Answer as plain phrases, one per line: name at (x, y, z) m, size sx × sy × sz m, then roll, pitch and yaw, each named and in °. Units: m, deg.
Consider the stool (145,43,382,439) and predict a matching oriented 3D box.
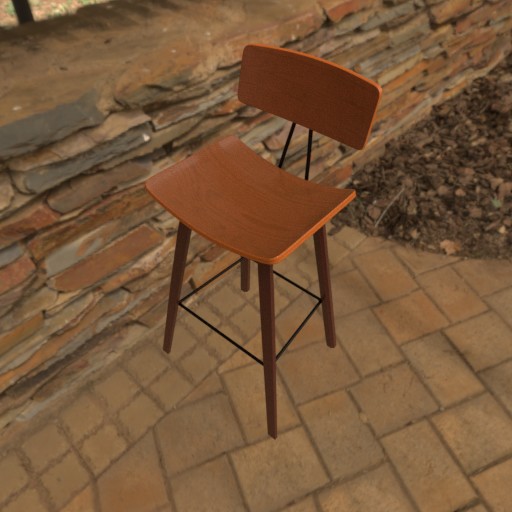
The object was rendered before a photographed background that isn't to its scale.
stool at (0.000, 0.000, 1.251) m, size 0.509 × 0.969 × 0.440 m, roll 31°, pitch 54°, yaw 25°
